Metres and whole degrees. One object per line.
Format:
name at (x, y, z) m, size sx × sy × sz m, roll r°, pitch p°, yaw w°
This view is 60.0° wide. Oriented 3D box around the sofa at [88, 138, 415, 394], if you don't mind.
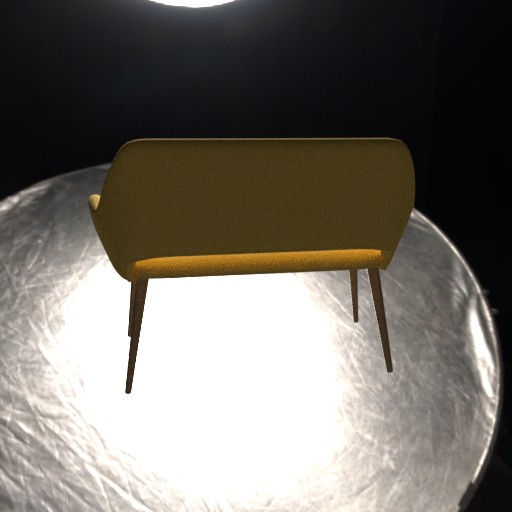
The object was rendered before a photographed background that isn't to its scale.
sofa at (0.000, 0.000, 1.615) m, size 1.150 × 0.840 × 0.610 m, roll -2°, pitch 16°, yaw -8°
